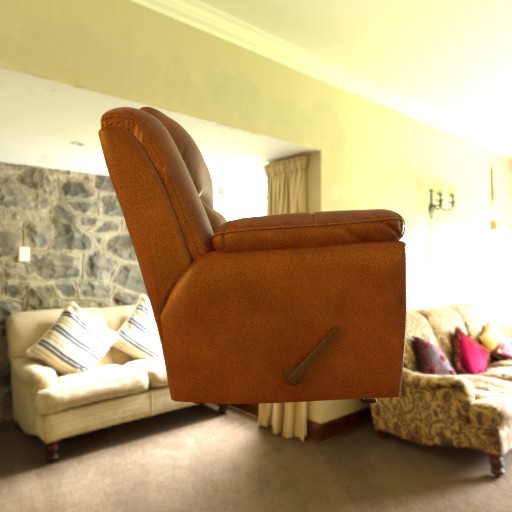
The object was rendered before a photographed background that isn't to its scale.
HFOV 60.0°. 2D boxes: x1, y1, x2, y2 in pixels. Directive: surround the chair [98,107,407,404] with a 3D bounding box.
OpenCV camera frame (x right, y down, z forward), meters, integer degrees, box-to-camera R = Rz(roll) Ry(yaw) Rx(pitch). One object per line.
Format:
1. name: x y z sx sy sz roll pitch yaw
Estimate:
1. chair: 0.000 0.000 1.862 1.041 1.093 0.990 0 -1 -1
